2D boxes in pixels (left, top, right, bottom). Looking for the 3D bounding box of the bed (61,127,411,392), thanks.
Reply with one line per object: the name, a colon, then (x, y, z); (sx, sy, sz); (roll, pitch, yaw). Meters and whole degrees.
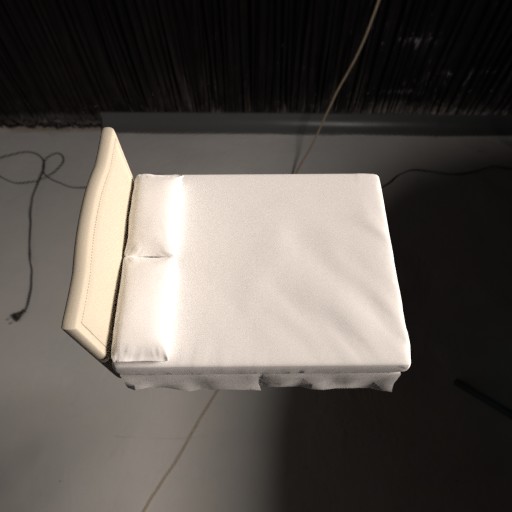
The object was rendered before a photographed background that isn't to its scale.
bed: (0.000, 0.000, 3.733); (2.477, 1.437, 1.977); (0, 62, 0)
